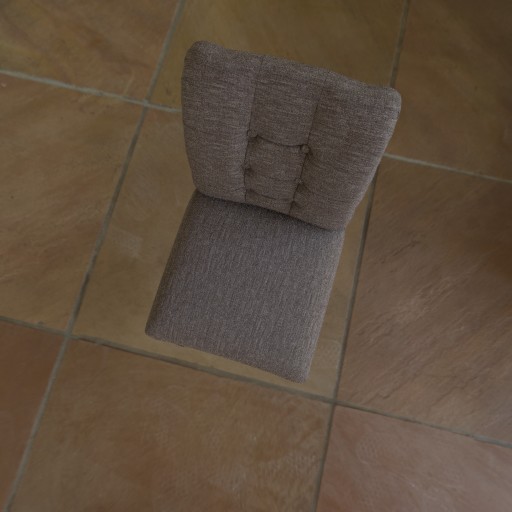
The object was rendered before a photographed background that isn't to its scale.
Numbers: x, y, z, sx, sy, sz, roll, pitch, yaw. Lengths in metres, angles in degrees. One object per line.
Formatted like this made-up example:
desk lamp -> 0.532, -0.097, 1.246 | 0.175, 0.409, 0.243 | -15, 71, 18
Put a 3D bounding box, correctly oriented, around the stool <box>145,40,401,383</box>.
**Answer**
stool -> 0.000, 0.000, 1.274 | 0.457, 0.970, 0.611 | 16, 75, 4
